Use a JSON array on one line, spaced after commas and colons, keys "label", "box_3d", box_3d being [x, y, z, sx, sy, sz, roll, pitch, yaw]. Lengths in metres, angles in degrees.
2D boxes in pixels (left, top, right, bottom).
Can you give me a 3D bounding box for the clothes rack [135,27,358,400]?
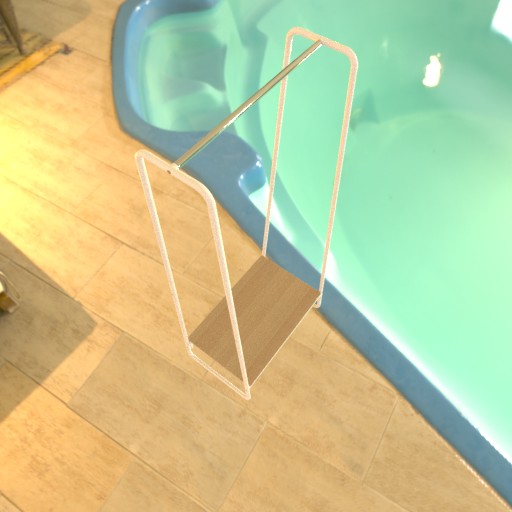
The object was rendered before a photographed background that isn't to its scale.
[{"label": "clothes rack", "box_3d": [0.000, 0.000, 1.738, 0.400, 1.500, 0.640, 33, 63, 19]}]
